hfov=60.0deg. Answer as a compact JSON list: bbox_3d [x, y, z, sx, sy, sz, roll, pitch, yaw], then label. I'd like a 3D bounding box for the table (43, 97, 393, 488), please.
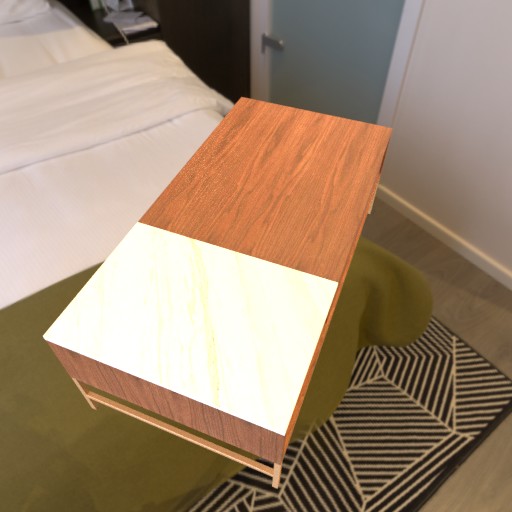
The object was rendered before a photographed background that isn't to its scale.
[{"bbox_3d":[0.000,0.000,1.951,0.789,0.551,1.553,17,51,14],"label":"table"}]
